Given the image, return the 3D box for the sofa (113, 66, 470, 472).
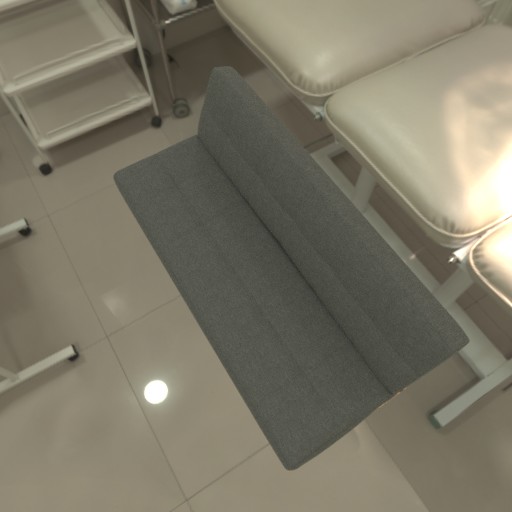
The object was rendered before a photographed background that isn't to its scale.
[{"bbox_3d":[0.000,0.000,2.226,0.820,0.770,1.820,-29,66,-14],"label":"sofa"}]
